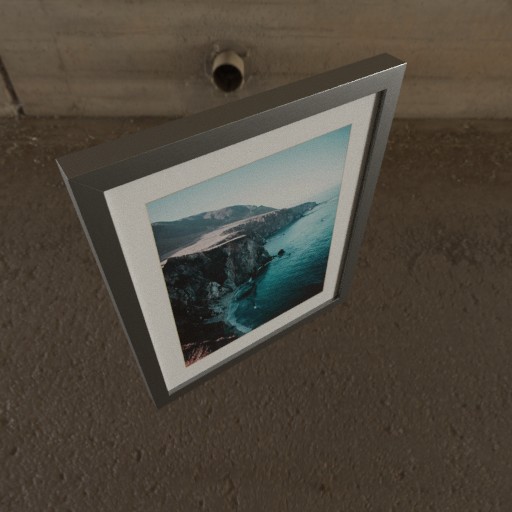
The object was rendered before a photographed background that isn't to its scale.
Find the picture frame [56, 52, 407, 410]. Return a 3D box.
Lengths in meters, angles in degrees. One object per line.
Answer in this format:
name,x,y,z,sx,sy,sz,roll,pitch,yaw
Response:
picture frame,0.000,0.000,1.310,0.839,0.968,0.073,-26,53,-22
